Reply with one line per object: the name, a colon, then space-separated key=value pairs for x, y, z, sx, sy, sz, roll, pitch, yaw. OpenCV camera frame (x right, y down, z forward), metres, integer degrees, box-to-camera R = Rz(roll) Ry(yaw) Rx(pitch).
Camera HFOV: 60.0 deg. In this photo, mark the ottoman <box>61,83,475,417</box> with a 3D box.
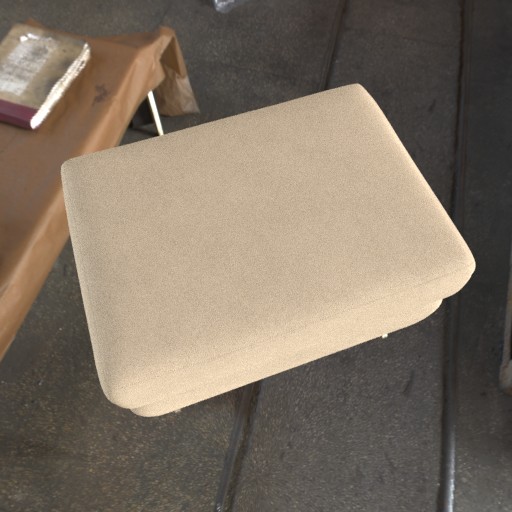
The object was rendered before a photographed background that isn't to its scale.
ottoman: x=0.000 y=0.000 z=1.114 sx=0.773 sy=0.504 sz=0.569 roll=-18 pitch=65 yaw=-9
